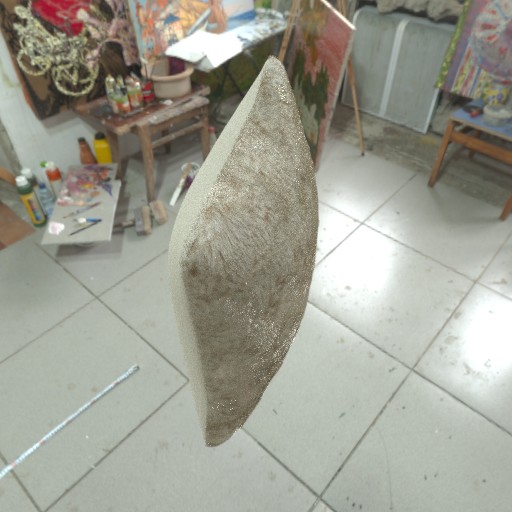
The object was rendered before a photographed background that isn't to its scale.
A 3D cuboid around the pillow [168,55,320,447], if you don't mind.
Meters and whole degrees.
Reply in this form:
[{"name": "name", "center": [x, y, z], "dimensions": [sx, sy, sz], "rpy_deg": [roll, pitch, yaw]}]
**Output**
[{"name": "pillow", "center": [0.000, 0.000, 0.807], "dimensions": [0.216, 0.525, 0.538], "rpy_deg": [9, 46, 9]}]
